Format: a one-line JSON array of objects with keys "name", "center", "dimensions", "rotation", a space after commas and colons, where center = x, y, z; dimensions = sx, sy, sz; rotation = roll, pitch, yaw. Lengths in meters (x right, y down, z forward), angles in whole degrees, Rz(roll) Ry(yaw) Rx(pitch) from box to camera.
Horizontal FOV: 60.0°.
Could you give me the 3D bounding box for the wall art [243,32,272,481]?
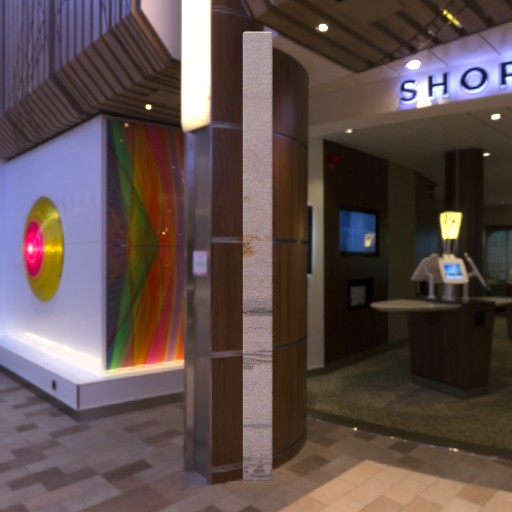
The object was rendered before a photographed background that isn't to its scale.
[{"name": "wall art", "center": [0.000, 0.000, 0.909], "dimensions": [0.040, 0.613, 0.611], "rotation": [0, 0, 0]}]
